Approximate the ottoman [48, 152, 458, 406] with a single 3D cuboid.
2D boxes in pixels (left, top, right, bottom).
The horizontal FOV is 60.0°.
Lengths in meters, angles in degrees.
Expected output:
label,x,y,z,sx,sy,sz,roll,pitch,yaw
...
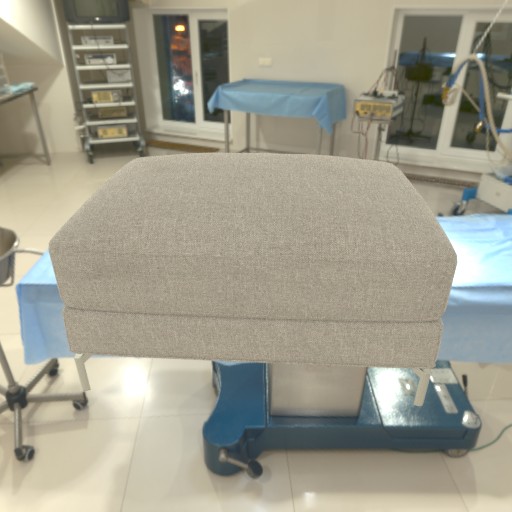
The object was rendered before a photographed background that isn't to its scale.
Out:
label,x,y,z,sx,sy,sz,roll,pitch,yaw
ottoman,0.000,0.000,1.172,0.838,0.457,0.584,2,29,3
